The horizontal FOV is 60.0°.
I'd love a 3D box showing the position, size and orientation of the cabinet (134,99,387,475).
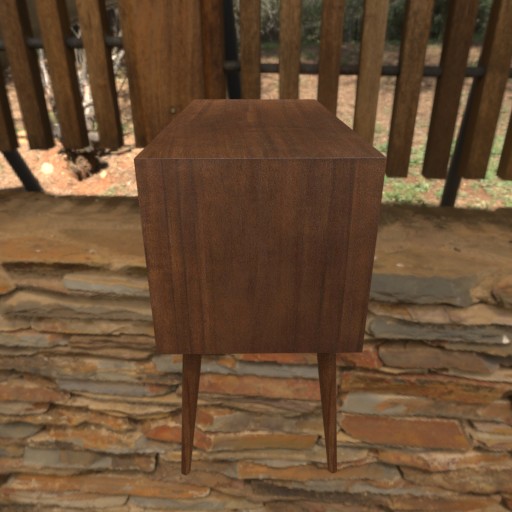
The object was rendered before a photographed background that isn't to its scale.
[{"bbox_3d":[0.000,0.000,1.092,0.354,0.654,0.743,0,25,-1],"label":"cabinet"}]
